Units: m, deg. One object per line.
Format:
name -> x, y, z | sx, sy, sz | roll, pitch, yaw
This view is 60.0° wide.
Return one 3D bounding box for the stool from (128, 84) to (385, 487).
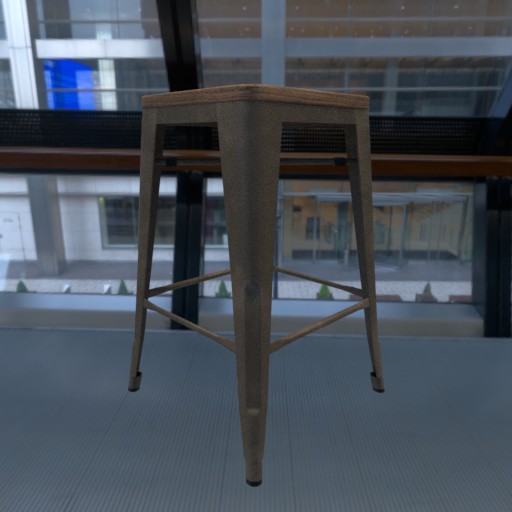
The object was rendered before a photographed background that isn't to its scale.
stool -> 0.000, 0.000, 0.897 | 0.407, 0.607, 0.407 | -14, 21, -43
